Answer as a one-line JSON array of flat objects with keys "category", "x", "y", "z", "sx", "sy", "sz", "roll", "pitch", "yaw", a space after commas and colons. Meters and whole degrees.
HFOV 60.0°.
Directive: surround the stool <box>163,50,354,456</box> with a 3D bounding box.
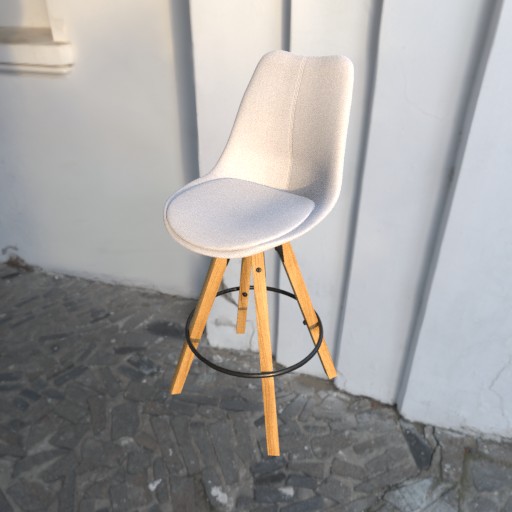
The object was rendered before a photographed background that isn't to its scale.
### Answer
[{"category": "stool", "x": 0.000, "y": 0.000, "z": 1.388, "sx": 0.484, "sy": 1.115, "sz": 0.550, "roll": 20, "pitch": 37, "yaw": 29}]
